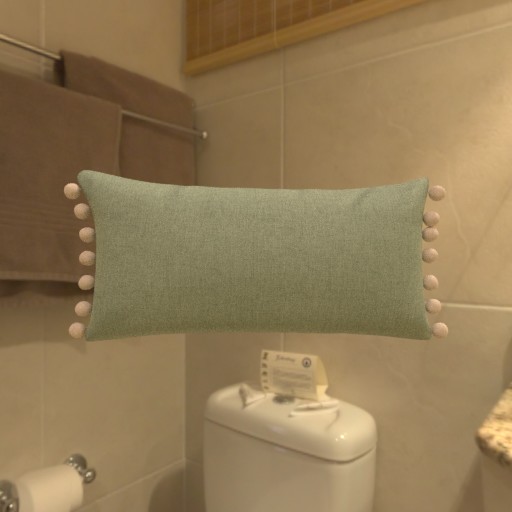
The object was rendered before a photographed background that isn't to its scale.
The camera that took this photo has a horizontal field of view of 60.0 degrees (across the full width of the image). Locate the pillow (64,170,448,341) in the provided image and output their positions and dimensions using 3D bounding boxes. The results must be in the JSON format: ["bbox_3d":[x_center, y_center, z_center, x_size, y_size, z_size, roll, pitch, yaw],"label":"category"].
[{"bbox_3d":[0.000,0.000,0.833,0.709,0.322,0.201,0,0,0],"label":"pillow"}]
